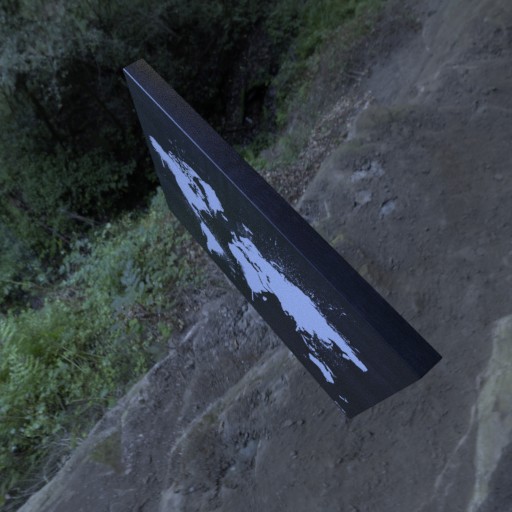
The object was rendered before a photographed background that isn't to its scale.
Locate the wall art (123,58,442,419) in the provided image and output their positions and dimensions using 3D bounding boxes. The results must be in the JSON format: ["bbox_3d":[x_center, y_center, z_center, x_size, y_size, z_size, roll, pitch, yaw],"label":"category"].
[{"bbox_3d":[0.000,0.000,0.771,0.038,0.409,0.610,-36,69,-16],"label":"wall art"}]
